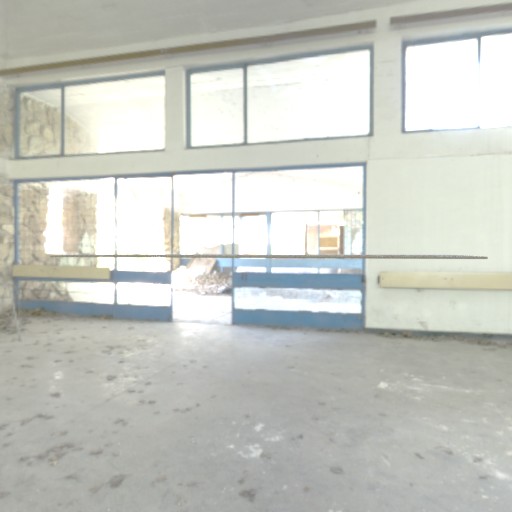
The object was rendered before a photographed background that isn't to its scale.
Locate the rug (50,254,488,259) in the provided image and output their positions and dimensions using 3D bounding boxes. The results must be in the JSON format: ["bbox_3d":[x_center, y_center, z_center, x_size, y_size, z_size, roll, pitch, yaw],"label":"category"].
[{"bbox_3d":[0.000,0.000,2.042,1.827,0.012,0.553,0,1,17],"label":"rug"}]
